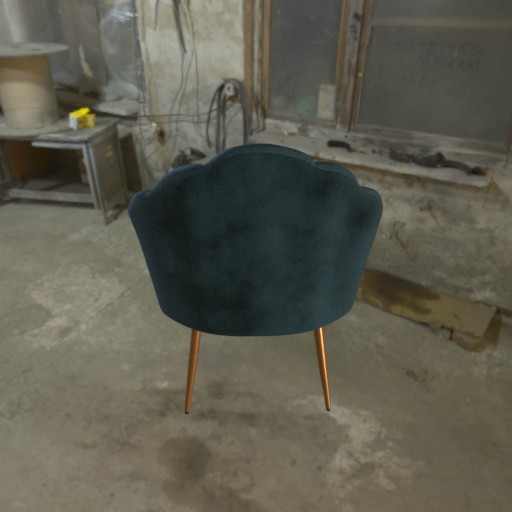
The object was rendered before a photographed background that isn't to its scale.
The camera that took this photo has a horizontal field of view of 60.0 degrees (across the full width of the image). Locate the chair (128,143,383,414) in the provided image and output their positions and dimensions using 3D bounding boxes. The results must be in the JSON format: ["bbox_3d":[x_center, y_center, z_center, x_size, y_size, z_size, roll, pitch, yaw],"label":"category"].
[{"bbox_3d":[0.000,0.000,1.289,0.657,0.819,0.599,-1,30,-1],"label":"chair"}]
